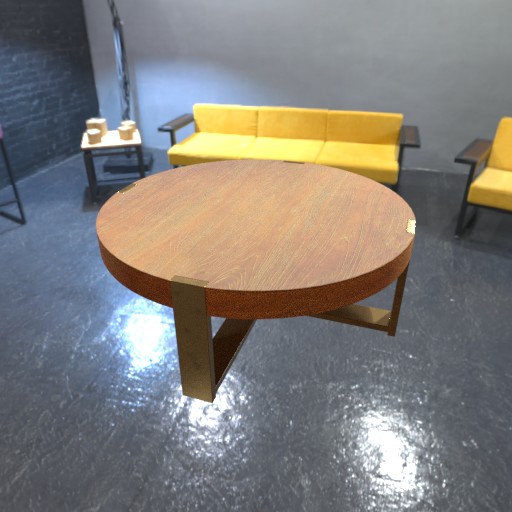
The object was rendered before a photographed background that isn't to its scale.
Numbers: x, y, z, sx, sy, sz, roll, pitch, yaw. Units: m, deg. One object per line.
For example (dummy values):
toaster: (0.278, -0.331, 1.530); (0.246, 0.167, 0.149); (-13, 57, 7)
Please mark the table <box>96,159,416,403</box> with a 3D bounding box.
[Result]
table: (0.000, 0.000, 1.703); (1.100, 0.420, 1.100); (0, 29, 0)
